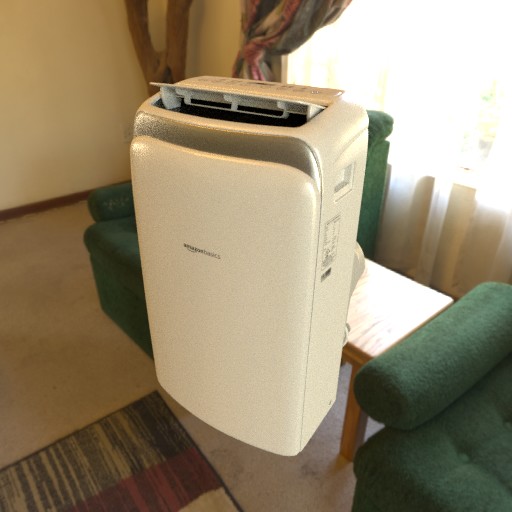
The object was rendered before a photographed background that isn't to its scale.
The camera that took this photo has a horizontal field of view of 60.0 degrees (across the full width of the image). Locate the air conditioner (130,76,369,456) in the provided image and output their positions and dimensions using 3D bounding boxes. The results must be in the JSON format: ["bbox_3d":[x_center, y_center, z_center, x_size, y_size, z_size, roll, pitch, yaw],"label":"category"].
[{"bbox_3d":[0.000,0.000,1.045,0.449,0.786,0.414,19,35,29],"label":"air conditioner"}]
